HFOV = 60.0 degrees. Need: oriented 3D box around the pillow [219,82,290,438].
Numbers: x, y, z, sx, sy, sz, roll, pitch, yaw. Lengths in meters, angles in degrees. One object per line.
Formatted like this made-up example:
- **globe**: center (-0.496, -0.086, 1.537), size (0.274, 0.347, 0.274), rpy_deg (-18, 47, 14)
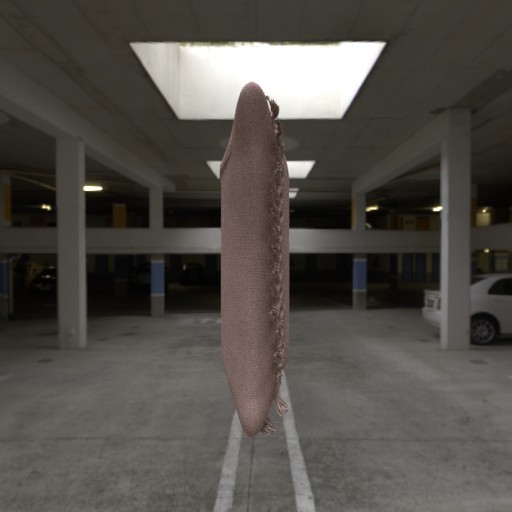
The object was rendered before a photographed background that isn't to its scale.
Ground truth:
- **pillow**: center (0.000, 0.000, 0.598), size (0.084, 0.305, 0.466), rpy_deg (0, 1, 1)
